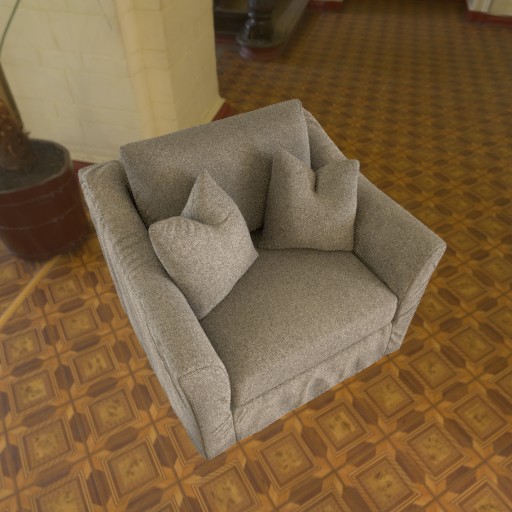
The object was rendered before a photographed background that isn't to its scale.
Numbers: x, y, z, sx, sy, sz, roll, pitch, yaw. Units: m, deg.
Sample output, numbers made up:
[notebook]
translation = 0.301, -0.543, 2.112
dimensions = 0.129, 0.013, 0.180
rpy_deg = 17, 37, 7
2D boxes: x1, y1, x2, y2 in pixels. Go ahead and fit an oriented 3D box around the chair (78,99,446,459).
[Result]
[chair]
translation = 0.000, 0.000, 2.036
dimensions = 1.194, 1.059, 1.071
rpy_deg = -23, 49, -21
